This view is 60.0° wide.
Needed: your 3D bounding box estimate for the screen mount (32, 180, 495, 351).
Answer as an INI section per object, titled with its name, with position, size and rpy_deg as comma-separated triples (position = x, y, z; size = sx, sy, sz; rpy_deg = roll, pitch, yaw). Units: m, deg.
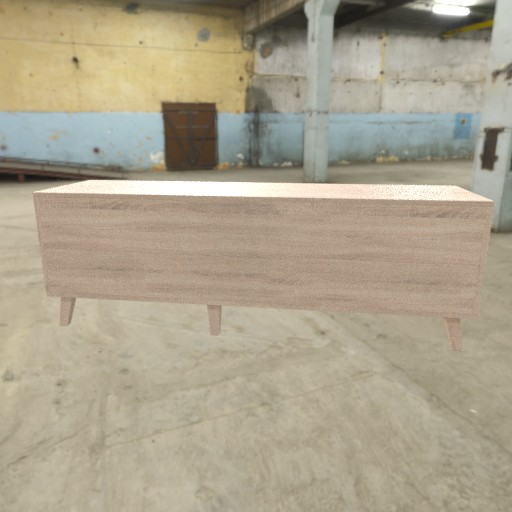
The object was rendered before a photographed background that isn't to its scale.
[screen mount]
position = 0.000, 0.000, 1.687
size = 1.500, 0.510, 0.400
rpy_deg = 2, 16, 8
